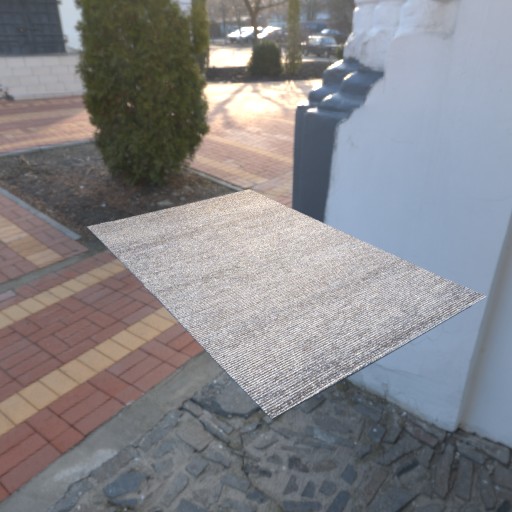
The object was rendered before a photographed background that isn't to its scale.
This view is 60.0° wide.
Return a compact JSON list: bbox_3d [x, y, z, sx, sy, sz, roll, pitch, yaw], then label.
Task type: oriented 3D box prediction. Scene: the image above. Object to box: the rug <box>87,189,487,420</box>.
[{"bbox_3d":[0.000,0.000,2.185,1.135,0.010,1.740,-18,32,-31],"label":"rug"}]
